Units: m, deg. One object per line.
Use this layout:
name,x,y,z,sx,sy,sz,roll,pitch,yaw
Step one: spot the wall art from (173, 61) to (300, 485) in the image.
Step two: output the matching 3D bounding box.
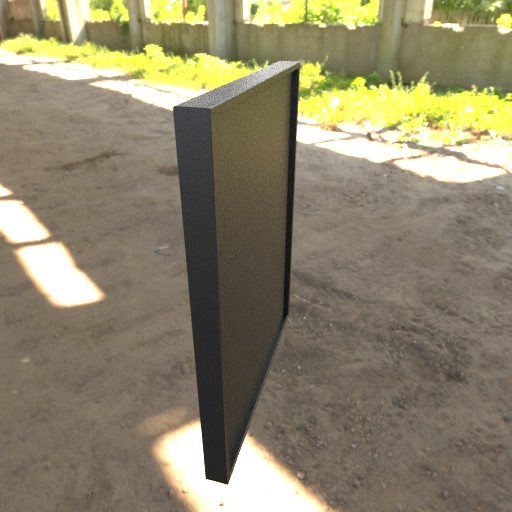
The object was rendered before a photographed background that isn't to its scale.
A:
wall art,0.000,0.000,0.736,0.039,0.555,0.449,8,30,14
